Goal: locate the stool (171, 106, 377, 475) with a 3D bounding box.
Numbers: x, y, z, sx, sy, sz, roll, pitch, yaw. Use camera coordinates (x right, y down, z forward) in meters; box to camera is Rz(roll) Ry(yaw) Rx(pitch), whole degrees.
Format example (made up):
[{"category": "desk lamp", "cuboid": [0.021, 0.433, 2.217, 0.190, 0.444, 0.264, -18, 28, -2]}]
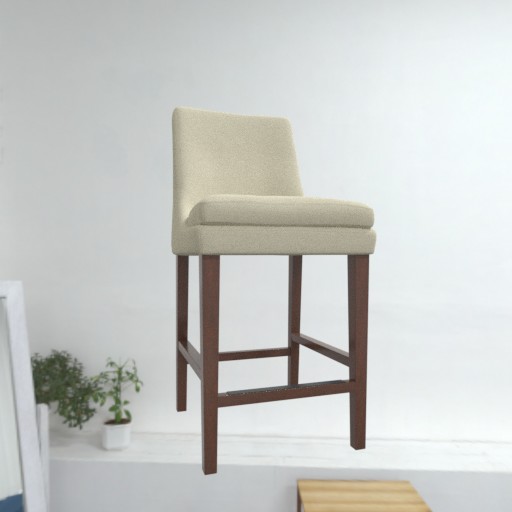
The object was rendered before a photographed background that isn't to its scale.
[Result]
[{"category": "stool", "cuboid": [0.000, 0.000, 1.301, 0.470, 0.981, 0.577, 0, 1, -19]}]
